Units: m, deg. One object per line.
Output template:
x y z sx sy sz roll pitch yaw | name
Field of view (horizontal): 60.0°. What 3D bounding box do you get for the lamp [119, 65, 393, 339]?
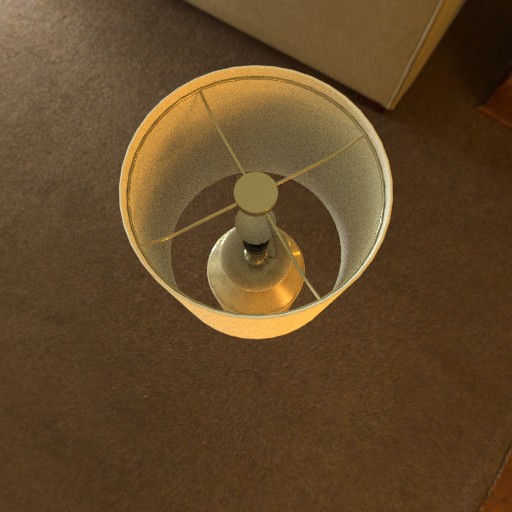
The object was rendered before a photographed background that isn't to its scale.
0.000 0.000 0.562 0.211 0.455 0.211 -14 76 -4 | lamp
